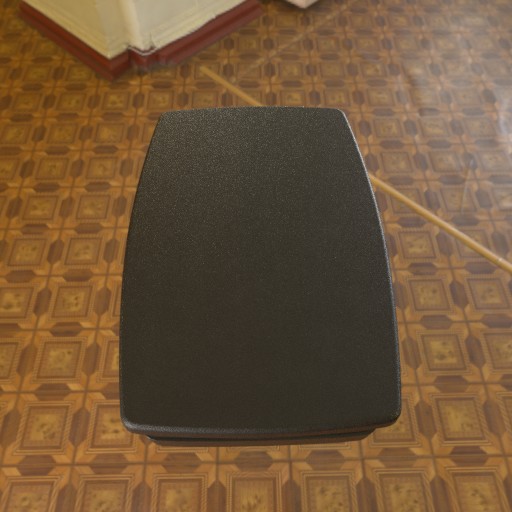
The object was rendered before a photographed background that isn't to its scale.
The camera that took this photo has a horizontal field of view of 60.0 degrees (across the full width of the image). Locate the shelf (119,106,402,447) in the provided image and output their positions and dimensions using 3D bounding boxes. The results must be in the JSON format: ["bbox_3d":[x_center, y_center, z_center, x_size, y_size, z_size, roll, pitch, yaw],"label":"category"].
[{"bbox_3d":[0.000,0.000,0.517,0.280,0.100,0.410,-1,58,-1],"label":"shelf"}]
